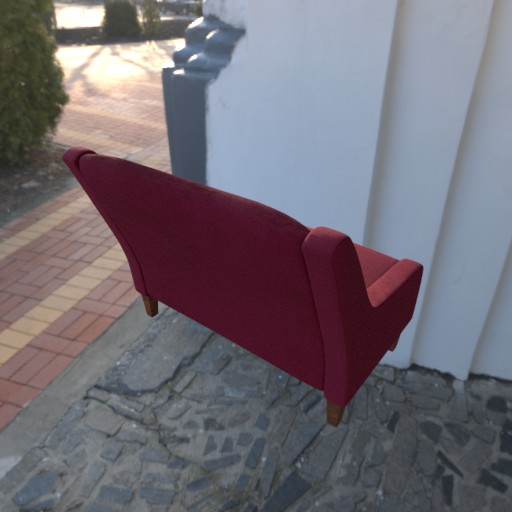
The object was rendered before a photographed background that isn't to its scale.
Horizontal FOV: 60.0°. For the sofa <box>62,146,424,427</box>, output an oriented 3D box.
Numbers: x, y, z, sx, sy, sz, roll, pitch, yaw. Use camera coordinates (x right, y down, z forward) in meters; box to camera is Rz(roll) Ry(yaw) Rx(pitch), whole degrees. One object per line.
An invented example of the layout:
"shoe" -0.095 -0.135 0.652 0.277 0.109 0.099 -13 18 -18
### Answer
"sofa" 0.000 0.000 1.980 1.242 0.976 0.946 22 38 32
